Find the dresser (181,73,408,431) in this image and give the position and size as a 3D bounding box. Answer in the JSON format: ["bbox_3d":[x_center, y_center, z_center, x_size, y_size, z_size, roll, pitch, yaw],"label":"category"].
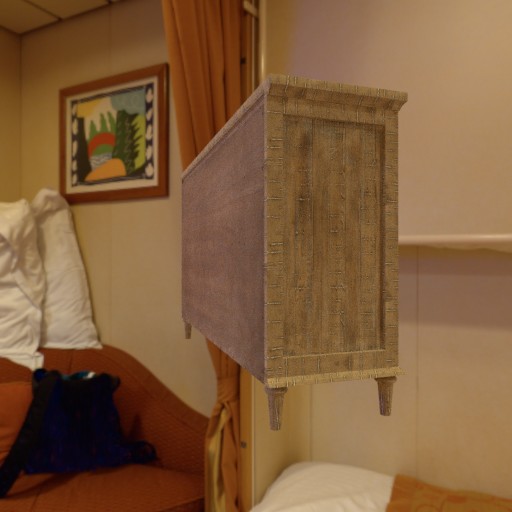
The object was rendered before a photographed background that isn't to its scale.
[{"bbox_3d":[0.000,0.000,2.080,0.457,1.016,1.626,0,0,-18],"label":"dresser"}]
